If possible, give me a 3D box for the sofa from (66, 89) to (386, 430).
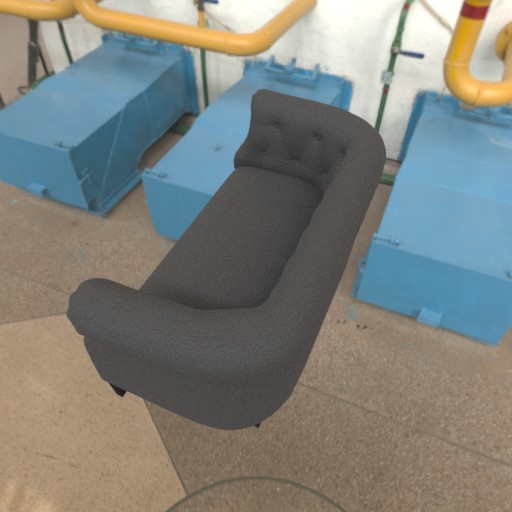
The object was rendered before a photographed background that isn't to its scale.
[{"bbox_3d":[0.000,0.000,2.012,0.835,0.827,1.558,18,50,16],"label":"sofa"}]
